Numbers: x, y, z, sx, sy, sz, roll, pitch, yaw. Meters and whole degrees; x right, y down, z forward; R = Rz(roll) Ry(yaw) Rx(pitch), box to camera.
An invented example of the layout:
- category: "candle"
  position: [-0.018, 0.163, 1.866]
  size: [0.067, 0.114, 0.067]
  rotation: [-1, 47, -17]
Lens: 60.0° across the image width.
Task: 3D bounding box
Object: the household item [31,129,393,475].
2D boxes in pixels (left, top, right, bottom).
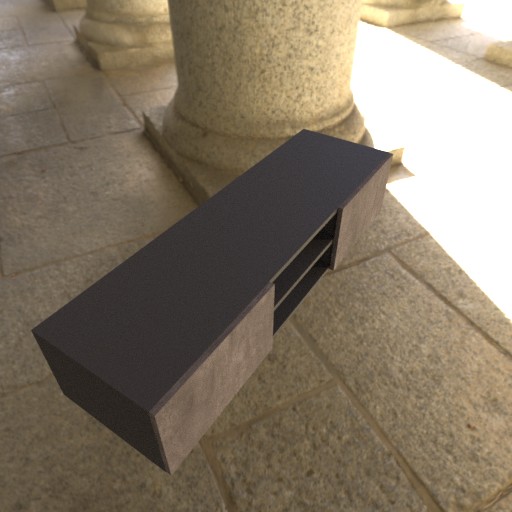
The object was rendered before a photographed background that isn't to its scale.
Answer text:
- category: "household item"
  position: [0.000, 0.000, 1.563]
  size: [0.420, 0.310, 1.400]
  rotation: [24, 46, 25]
